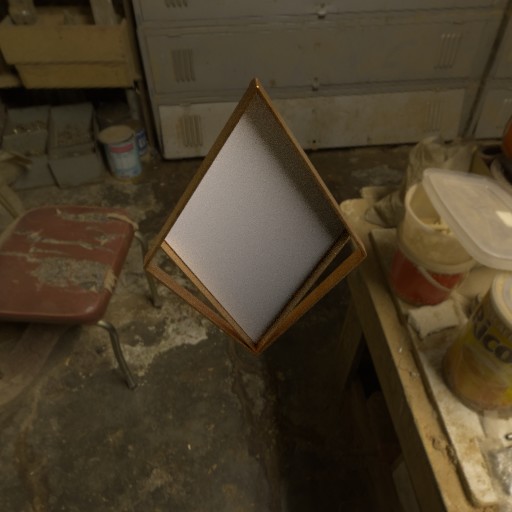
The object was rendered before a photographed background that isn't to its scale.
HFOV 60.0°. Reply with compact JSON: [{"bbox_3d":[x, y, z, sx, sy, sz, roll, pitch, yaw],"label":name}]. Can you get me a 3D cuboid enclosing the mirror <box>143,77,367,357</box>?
[{"bbox_3d":[0.000,0.000,0.838,0.419,0.679,0.032,-3,47,-3],"label":"mirror"}]
